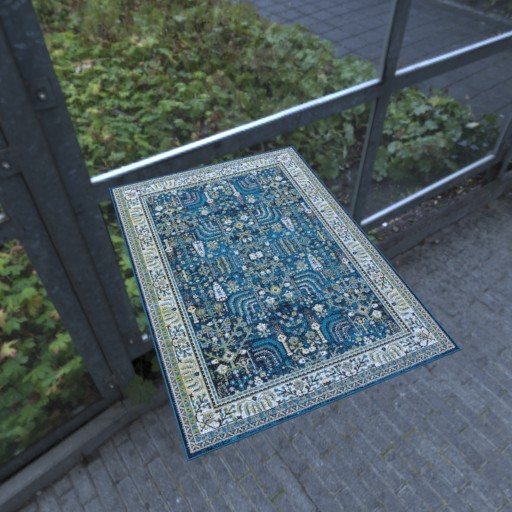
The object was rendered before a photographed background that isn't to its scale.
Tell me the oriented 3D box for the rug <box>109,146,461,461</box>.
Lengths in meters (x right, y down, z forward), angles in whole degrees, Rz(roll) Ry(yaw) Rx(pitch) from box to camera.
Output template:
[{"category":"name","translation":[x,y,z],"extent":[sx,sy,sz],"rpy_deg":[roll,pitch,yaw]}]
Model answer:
[{"category":"rug","translation":[0.000,0.000,2.989],"extent":[1.594,0.013,2.213],"rpy_deg":[-17,49,-15]}]
